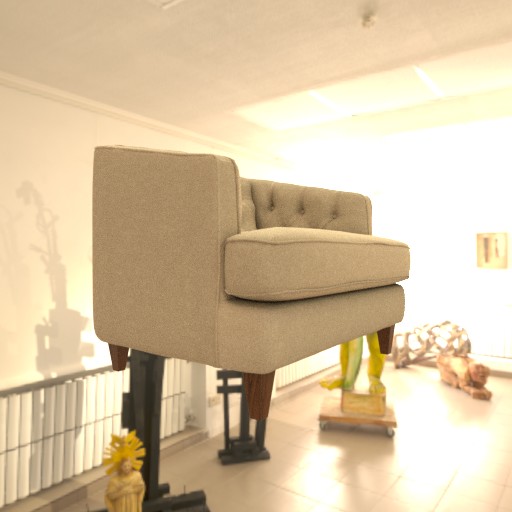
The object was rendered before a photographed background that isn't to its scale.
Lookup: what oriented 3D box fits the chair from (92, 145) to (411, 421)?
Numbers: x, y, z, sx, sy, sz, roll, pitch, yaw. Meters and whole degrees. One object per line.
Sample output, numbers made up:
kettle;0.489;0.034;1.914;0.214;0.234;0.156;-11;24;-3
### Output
chair;0.000;0.000;1.758;0.941;0.852;1.104;0;0;36
